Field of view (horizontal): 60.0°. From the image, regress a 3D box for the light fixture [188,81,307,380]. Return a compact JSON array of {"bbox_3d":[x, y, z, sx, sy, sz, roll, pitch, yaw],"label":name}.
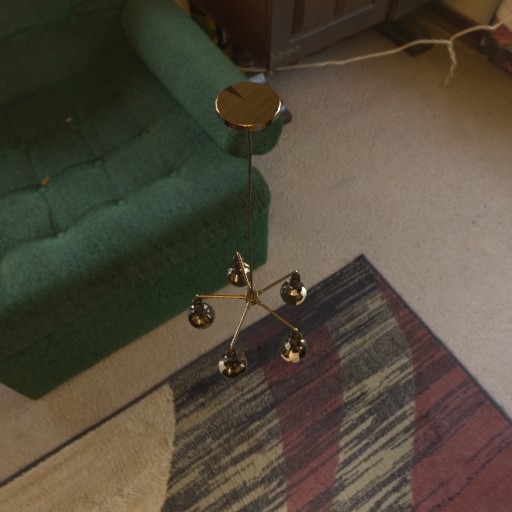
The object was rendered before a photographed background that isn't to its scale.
[{"bbox_3d":[0.000,0.000,1.175,0.421,0.988,0.438,34,65,18],"label":"light fixture"}]
